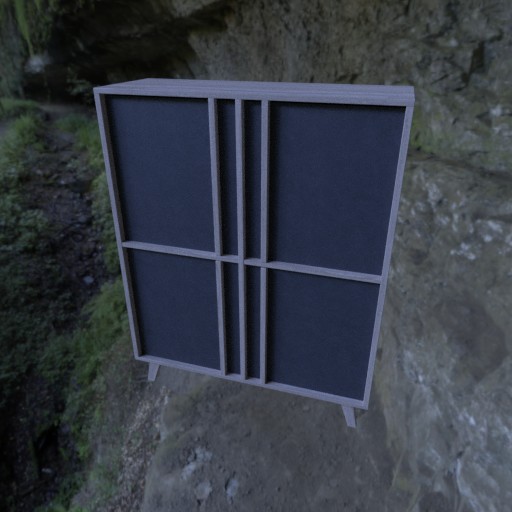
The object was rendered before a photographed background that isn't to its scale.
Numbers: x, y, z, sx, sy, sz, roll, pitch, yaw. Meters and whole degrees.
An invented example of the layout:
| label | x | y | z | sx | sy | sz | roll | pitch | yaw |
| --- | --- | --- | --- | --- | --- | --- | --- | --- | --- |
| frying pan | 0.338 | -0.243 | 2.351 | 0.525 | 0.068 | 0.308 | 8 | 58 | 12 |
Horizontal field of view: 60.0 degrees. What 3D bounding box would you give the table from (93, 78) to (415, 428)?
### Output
| label | x | y | z | sx | sy | sz | roll | pitch | yaw |
| --- | --- | --- | --- | --- | --- | --- | --- | --- | --- |
| table | 0.000 | 0.000 | 1.938 | 1.111 | 1.388 | 0.398 | 8 | 28 | 15 |
